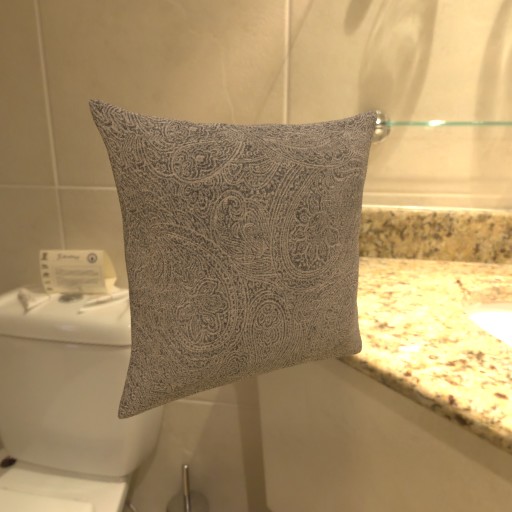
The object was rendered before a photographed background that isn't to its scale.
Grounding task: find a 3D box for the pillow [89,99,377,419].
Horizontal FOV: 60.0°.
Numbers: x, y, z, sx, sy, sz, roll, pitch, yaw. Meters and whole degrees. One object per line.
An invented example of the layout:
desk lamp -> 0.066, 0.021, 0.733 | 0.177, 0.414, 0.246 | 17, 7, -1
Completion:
pillow -> 0.000, 0.000, 0.794 | 0.523, 0.510, 0.166 | -7, 16, -26
